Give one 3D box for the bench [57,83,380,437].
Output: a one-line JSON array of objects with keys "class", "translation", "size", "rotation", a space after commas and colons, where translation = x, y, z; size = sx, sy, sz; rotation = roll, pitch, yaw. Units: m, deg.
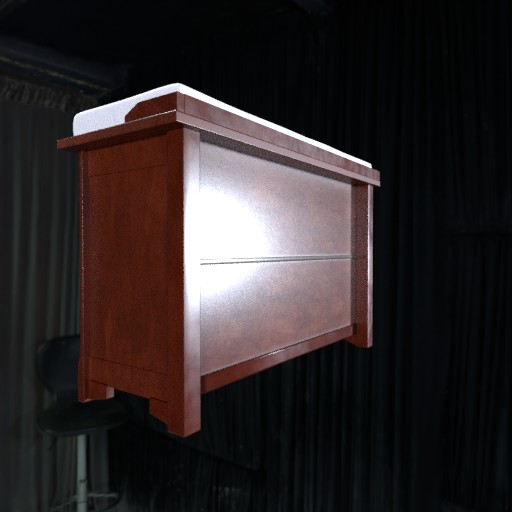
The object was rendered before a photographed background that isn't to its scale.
[{"class": "bench", "translation": [0.000, 0.000, 1.274], "size": [0.369, 0.646, 0.987], "rotation": [1, 1, 36]}]
